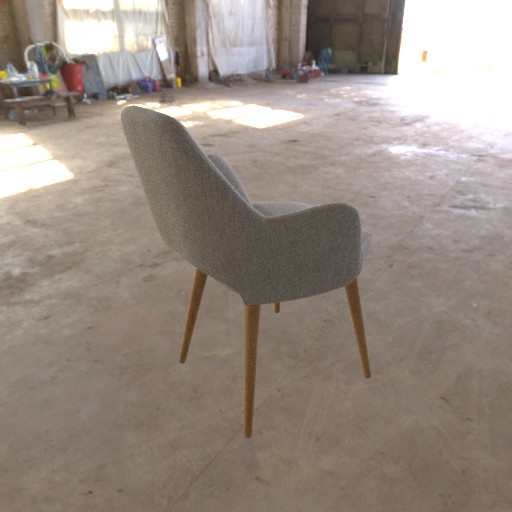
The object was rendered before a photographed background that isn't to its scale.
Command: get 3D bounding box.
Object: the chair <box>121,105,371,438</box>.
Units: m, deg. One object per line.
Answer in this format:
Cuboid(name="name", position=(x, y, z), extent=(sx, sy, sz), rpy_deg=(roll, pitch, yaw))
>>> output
Cuboid(name="chair", position=(0.000, 0.000, 1.245), extent=(0.610, 0.840, 0.590), rpy_deg=(-18, 32, -32))
